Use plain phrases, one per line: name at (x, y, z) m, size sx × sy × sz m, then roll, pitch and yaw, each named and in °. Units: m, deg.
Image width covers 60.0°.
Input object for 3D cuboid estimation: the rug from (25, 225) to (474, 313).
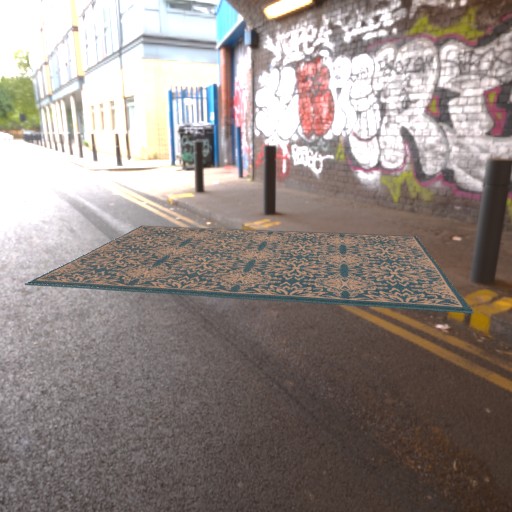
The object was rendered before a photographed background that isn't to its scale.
rug at (0.000, 0.000, 2.347) m, size 1.833 × 0.012 × 1.211 m, roll 3°, pitch 16°, yaw 9°
